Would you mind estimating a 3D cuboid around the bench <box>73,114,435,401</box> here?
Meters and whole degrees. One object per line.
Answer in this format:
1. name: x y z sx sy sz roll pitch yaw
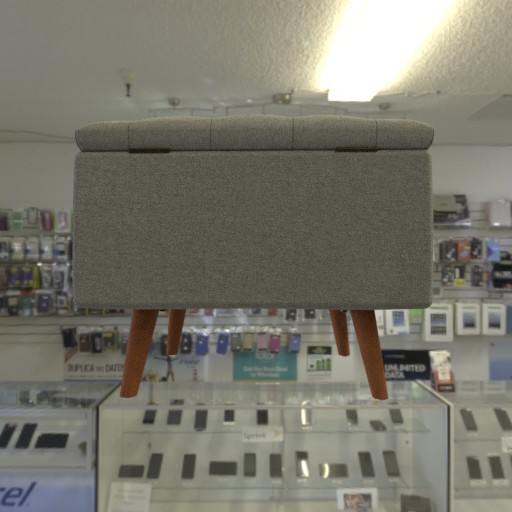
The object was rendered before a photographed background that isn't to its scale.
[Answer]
1. bench: 0.000 0.000 0.890 0.572 0.469 0.417 0 -1 1
